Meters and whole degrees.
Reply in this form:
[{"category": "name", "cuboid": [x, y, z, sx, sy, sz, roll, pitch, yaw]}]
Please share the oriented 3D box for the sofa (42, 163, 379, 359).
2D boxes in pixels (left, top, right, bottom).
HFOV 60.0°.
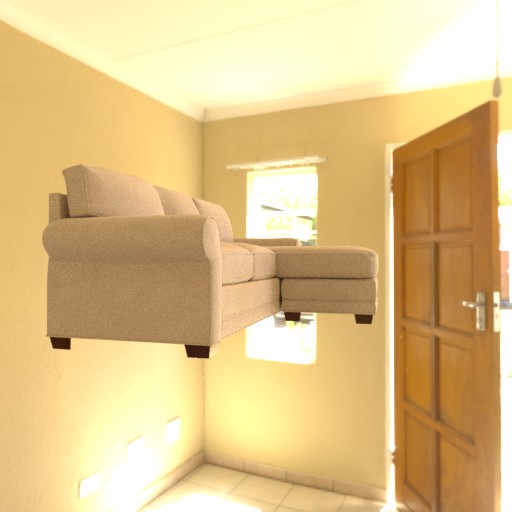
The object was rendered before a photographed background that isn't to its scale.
[{"category": "sofa", "cuboid": [0.000, 0.000, 2.322, 1.226, 0.734, 1.770, 0, -1, 16]}]
